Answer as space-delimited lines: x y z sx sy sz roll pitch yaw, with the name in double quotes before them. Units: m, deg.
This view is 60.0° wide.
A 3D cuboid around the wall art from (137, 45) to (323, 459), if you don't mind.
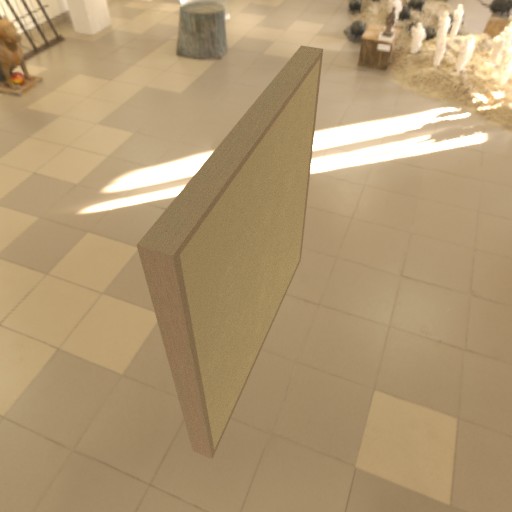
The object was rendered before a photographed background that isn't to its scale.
"wall art" 0.000 0.000 0.752 0.038 0.506 0.508 16 48 15
